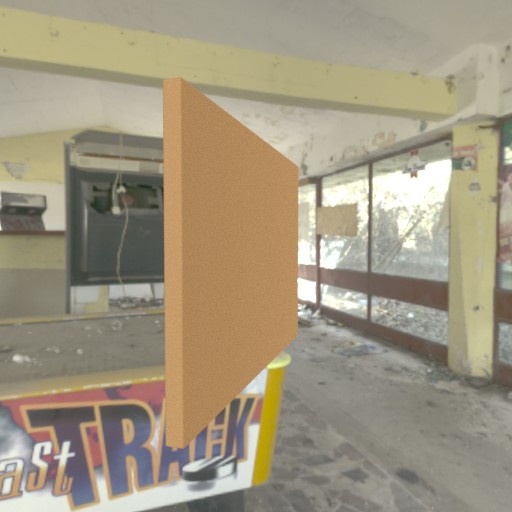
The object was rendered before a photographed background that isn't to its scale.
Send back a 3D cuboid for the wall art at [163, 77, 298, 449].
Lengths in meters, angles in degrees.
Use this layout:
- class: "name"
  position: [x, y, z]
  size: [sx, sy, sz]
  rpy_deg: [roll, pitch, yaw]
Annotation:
- class: "wall art"
  position: [0.000, 0.000, 1.166]
  size: [0.033, 0.608, 0.915]
  rpy_deg: [1, 2, 17]
